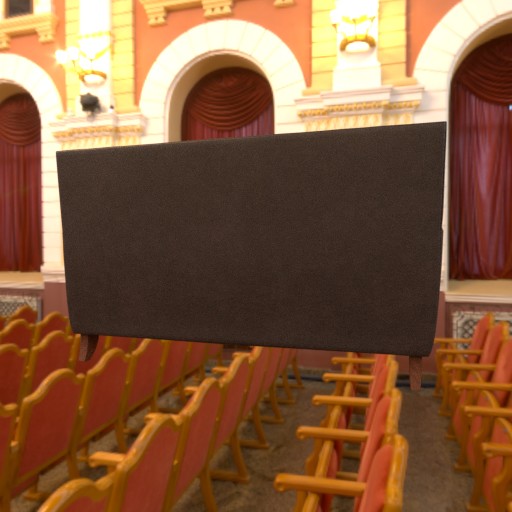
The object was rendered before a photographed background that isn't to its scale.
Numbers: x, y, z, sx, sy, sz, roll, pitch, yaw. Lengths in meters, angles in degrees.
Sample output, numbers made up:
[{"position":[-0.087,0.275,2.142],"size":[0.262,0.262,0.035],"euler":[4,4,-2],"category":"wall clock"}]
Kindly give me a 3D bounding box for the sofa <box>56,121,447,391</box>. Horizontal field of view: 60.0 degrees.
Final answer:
[{"position":[0.000,0.000,1.963],"size":[1.473,0.871,0.787],"euler":[0,1,17],"category":"sofa"}]
